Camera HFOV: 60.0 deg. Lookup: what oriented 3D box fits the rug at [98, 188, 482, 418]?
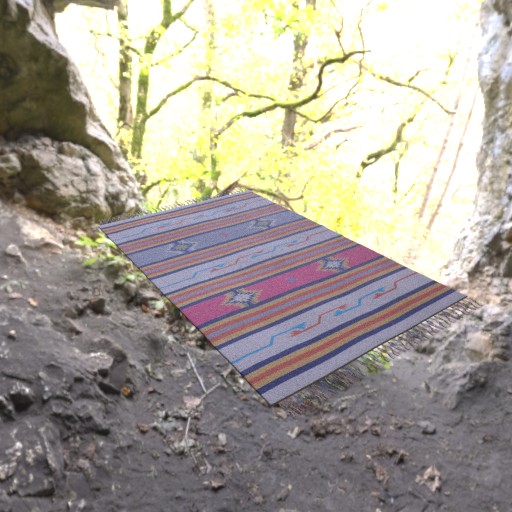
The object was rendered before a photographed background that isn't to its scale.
[{"bbox_3d":[0.000,0.000,2.268,1.084,0.013,1.849,-18,33,-31],"label":"rug"}]
